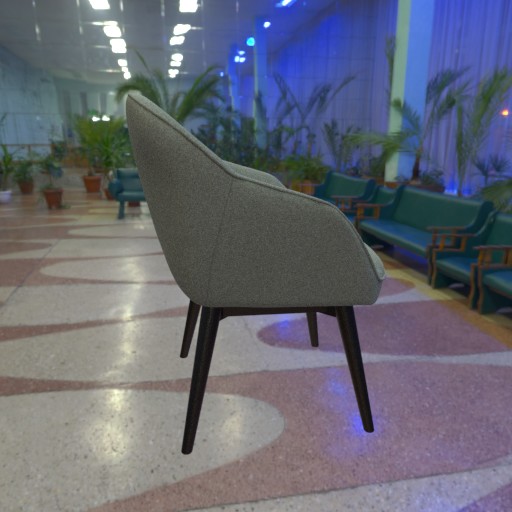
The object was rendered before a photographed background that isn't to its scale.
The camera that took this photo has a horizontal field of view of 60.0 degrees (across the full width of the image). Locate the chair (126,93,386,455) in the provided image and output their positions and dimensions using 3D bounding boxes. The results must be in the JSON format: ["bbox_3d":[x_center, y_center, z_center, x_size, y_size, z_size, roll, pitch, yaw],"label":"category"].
[{"bbox_3d":[0.000,0.000,1.190,0.611,0.810,0.589,-3,16,-9],"label":"chair"}]
